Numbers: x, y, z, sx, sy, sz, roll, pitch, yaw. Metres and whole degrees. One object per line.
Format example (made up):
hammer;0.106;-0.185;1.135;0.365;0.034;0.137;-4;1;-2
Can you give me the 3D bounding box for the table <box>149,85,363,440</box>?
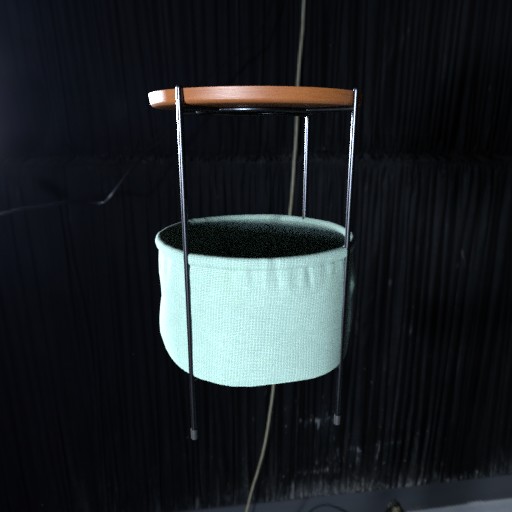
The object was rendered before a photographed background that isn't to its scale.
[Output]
table;0.000;0.000;0.903;0.400;0.623;0.400;-3;16;-9
